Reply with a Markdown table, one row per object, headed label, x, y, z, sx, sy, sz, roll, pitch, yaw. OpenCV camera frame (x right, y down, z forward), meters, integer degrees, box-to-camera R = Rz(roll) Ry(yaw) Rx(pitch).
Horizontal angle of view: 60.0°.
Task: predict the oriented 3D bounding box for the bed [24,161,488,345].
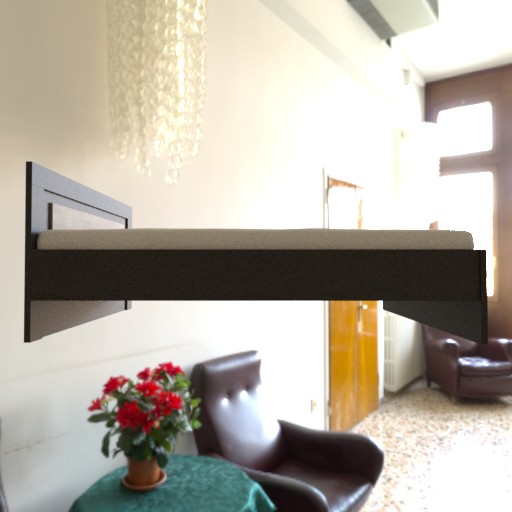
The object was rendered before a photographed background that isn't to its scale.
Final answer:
| label | x | y | z | sx | sy | sz | roll | pitch | yaw |
| --- | --- | --- | --- | --- | --- | --- | --- | --- | --- |
| bed | 0.000 | 0.000 | 2.777 | 2.073 | 0.823 | 1.585 | 0 | -1 | 0 |
